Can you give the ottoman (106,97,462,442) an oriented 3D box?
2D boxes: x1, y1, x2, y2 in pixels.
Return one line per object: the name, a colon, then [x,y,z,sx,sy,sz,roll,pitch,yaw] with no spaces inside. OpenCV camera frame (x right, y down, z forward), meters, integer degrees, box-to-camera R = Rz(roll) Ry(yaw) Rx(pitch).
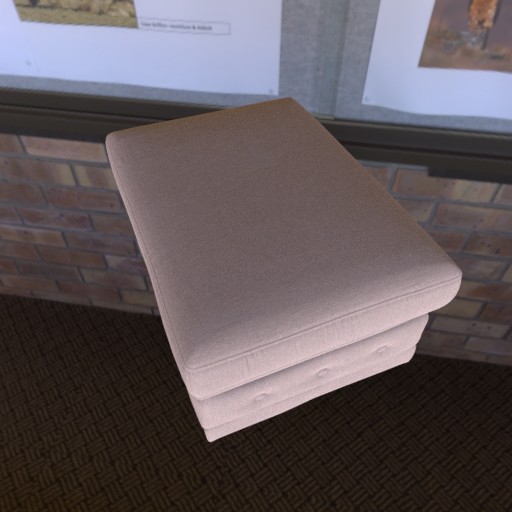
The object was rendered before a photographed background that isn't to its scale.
ottoman: [0.000,0.000,1.155,0.569,0.500,0.771,-17,49,-15]
